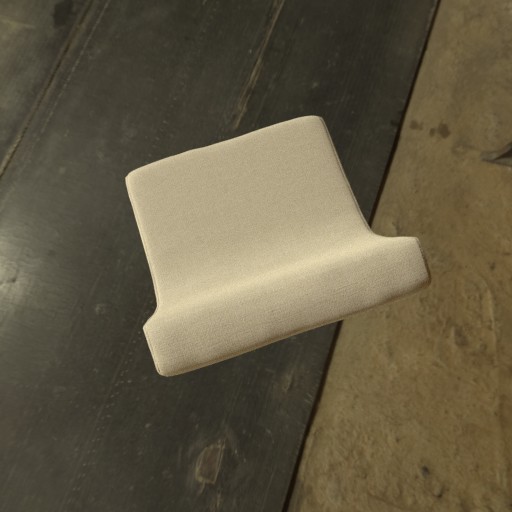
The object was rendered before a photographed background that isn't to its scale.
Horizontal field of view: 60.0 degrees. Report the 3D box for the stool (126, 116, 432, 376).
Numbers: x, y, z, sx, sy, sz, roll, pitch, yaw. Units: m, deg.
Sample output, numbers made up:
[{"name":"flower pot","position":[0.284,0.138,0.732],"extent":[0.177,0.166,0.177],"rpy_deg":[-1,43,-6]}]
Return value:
[{"name":"stool","position":[0.000,0.000,1.238],"extent":[0.511,0.937,0.500],"rpy_deg":[-18,78,-4]}]
